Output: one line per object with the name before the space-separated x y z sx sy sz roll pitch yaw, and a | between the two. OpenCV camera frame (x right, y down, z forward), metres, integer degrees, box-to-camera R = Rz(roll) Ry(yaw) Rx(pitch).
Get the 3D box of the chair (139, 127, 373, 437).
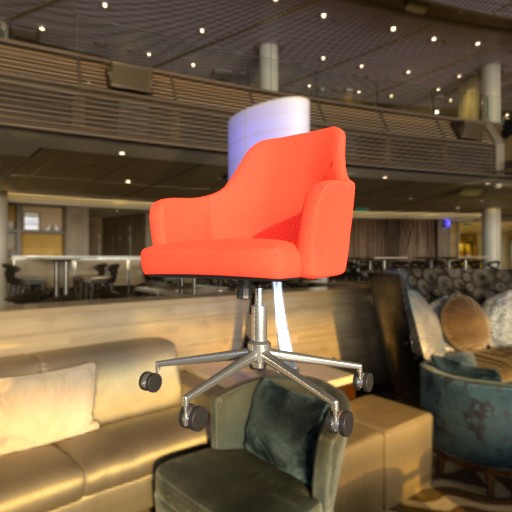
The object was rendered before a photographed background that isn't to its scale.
chair | 0.000 0.000 1.271 0.655 0.820 0.600 0 0 36
